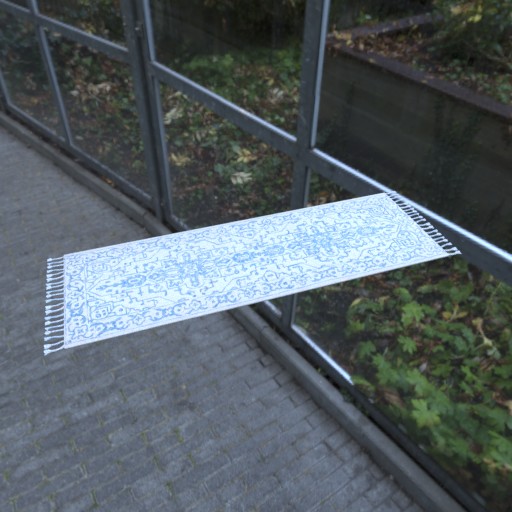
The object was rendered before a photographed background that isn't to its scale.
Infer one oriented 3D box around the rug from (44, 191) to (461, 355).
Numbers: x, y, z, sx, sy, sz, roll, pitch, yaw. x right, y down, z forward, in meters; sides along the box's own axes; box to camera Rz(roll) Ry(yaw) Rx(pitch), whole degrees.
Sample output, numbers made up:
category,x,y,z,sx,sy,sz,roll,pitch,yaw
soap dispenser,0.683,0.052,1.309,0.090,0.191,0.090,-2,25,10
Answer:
category,x,y,z,sx,sy,sz,roll,pitch,yaw
rug,0.000,0.000,2.738,2.449,0.011,0.774,-12,42,-14
